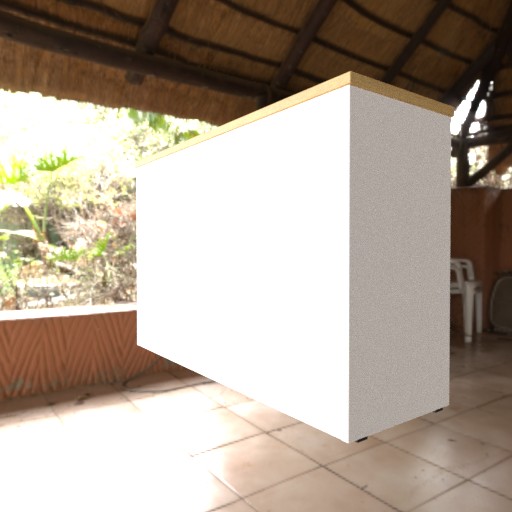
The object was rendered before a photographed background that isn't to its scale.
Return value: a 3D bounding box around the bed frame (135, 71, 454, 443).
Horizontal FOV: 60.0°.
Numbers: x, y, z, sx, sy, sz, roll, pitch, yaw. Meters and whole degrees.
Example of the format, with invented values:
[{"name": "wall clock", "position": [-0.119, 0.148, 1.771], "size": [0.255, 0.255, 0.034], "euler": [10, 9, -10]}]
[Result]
[{"name": "bed frame", "position": [0.000, 0.000, 1.648], "size": [0.430, 0.850, 1.300], "euler": [-1, 1, -36]}]
